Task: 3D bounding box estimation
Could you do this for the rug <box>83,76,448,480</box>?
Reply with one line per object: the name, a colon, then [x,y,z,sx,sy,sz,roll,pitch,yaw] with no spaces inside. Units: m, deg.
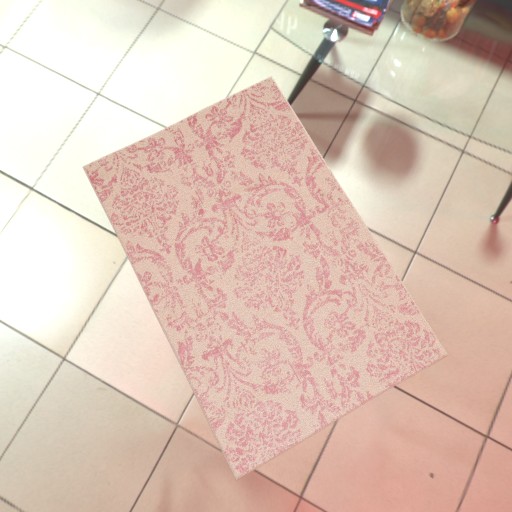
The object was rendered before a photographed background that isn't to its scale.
rug: [0.000,0.000,2.366,1.219,0.012,1.839,-28,78,-7]
